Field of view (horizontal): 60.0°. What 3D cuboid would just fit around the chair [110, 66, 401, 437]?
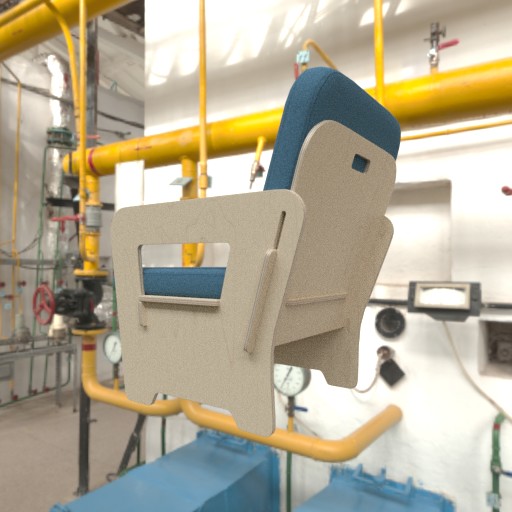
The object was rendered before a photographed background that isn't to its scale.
[{"bbox_3d":[0.000,0.000,1.188,0.657,0.747,0.547,-1,-1,35],"label":"chair"}]
